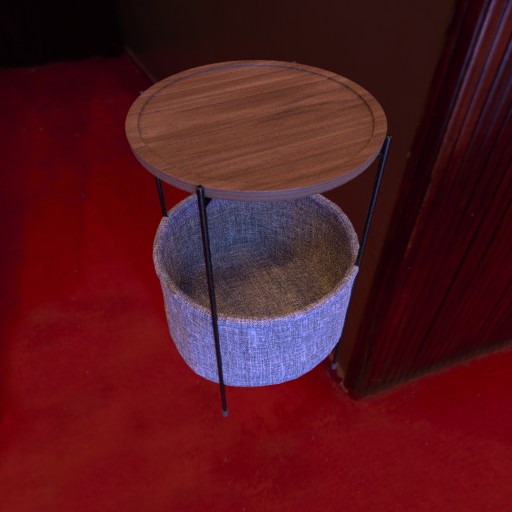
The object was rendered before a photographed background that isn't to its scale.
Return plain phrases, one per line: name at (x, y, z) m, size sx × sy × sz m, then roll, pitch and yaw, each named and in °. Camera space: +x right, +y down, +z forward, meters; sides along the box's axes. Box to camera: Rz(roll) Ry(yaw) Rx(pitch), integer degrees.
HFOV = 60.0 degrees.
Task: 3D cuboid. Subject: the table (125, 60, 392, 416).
table at (0.000, 0.000, 0.889) m, size 0.400 × 0.623 × 0.400 m, roll -18°, pitch 49°, yaw -17°
